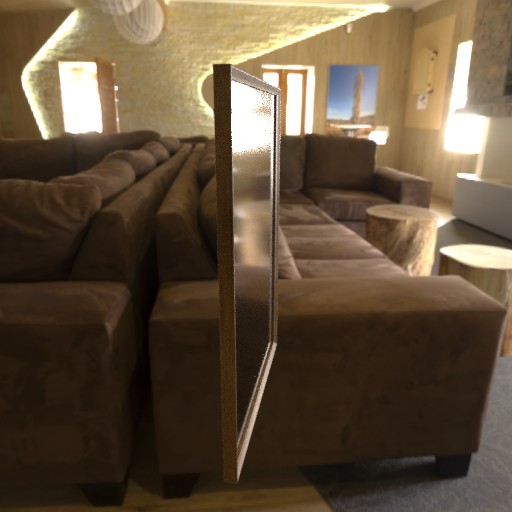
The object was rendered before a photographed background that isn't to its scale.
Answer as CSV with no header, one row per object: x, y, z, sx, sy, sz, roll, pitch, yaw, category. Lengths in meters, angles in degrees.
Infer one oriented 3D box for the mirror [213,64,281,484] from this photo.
0.000,0.000,1.371,0.041,1.016,0.762,3,18,10,mirror
